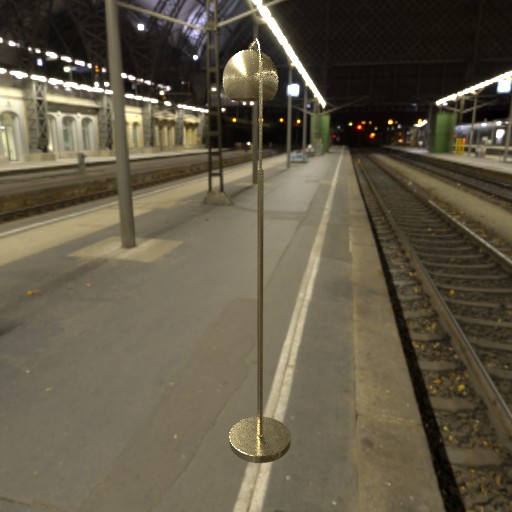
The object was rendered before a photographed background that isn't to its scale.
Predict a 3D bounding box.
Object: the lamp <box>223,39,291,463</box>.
[{"bbox_3d":[0.000,0.000,1.699,0.250,1.526,0.431,-3,15,-10],"label":"lamp"}]
